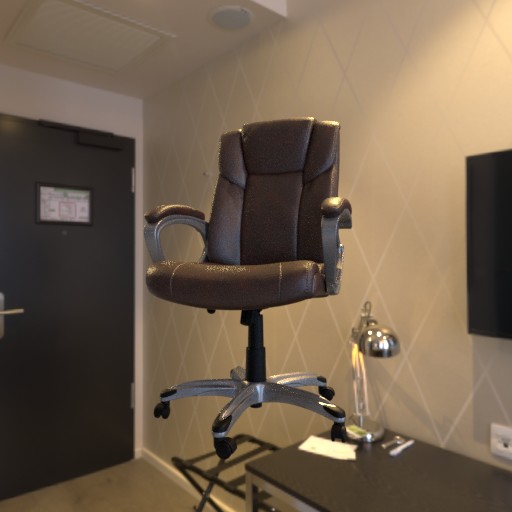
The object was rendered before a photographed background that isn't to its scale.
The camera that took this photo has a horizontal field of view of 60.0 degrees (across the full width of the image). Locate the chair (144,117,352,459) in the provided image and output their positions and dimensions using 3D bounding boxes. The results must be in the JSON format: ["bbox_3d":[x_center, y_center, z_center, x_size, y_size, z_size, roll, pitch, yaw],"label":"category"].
[{"bbox_3d":[0.000,0.000,1.557,0.656,1.128,0.692,0,0,19],"label":"chair"}]
